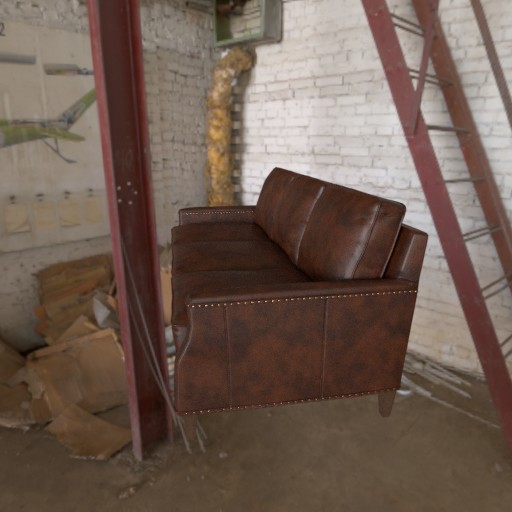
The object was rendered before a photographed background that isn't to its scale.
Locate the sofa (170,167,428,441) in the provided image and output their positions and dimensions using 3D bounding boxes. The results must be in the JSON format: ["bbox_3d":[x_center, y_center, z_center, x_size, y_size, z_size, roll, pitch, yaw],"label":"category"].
[{"bbox_3d":[0.000,0.000,2.845,1.084,1.003,2.240,-3,15,-10],"label":"sofa"}]
